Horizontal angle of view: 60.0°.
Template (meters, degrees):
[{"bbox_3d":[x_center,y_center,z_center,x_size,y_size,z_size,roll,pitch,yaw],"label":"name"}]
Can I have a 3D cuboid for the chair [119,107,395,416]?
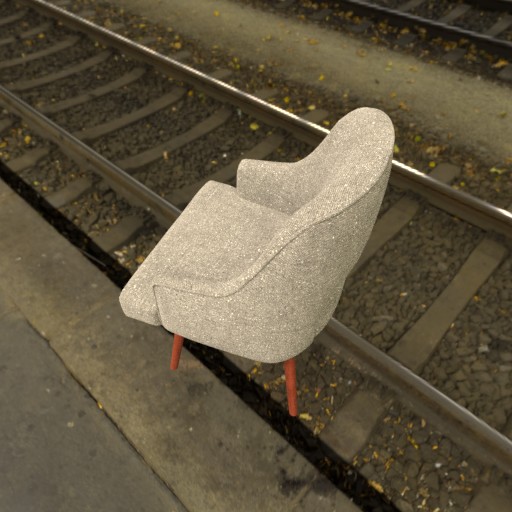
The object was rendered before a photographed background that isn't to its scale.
[{"bbox_3d":[0.000,0.000,1.329,0.629,0.875,0.608,16,49,15],"label":"chair"}]
